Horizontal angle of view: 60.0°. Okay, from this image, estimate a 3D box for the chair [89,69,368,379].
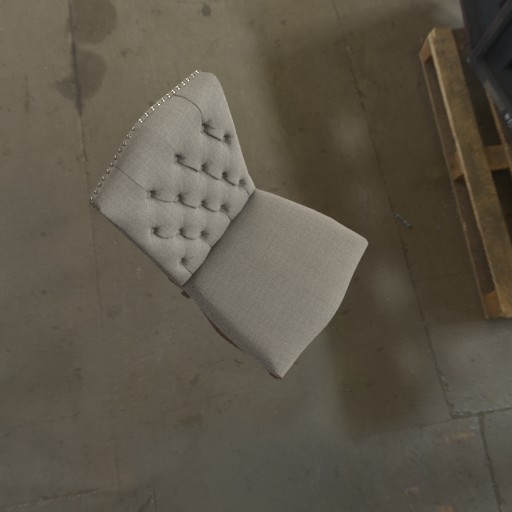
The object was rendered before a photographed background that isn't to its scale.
[{"bbox_3d":[0.000,0.000,1.636,0.731,1.191,0.637,34,78,8],"label":"chair"}]
